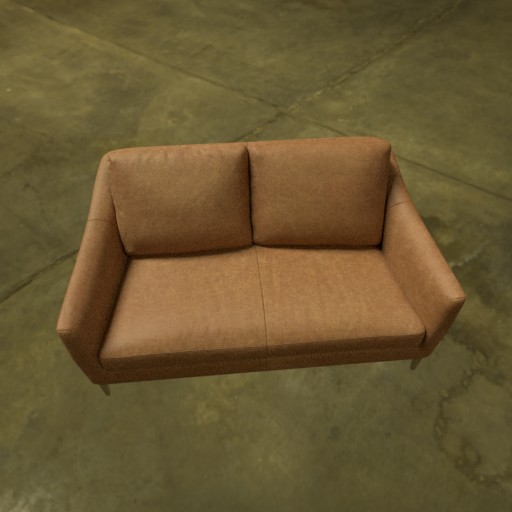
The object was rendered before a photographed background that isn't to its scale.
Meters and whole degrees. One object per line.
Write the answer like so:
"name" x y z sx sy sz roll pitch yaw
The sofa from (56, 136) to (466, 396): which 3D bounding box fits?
"sofa" 0.000 0.000 2.142 1.619 0.902 0.960 -4 46 -4
